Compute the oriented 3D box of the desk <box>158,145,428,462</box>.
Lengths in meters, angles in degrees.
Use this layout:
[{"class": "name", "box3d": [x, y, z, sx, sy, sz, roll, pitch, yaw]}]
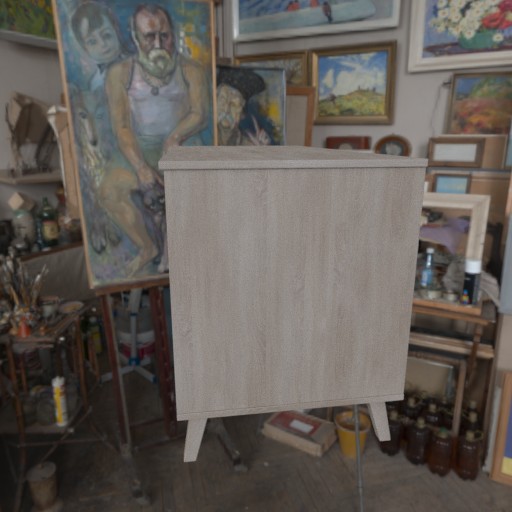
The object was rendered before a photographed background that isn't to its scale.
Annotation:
[{"class": "desk", "box3d": [0.000, 0.000, 1.658, 0.600, 0.770, 1.251, -2, 15, -8]}]
